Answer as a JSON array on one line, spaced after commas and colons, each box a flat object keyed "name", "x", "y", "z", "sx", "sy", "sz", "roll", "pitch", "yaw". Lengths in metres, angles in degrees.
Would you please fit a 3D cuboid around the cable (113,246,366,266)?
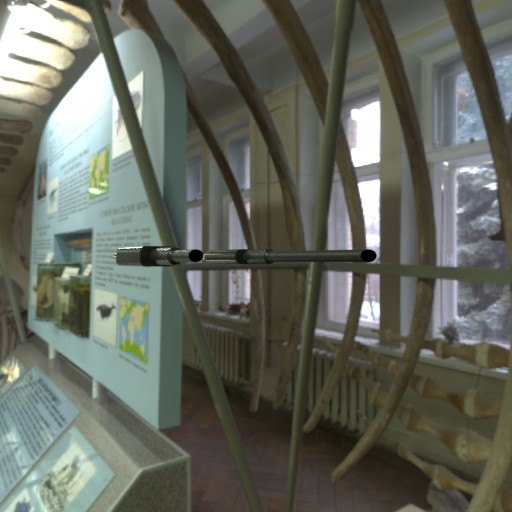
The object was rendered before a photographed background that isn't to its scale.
[{"name": "cable", "x": 0.000, "y": 0.000, "z": 0.109, "sx": 0.040, "sy": 0.006, "sz": 0.098, "roll": 0, "pitch": -1, "yaw": -36}]
